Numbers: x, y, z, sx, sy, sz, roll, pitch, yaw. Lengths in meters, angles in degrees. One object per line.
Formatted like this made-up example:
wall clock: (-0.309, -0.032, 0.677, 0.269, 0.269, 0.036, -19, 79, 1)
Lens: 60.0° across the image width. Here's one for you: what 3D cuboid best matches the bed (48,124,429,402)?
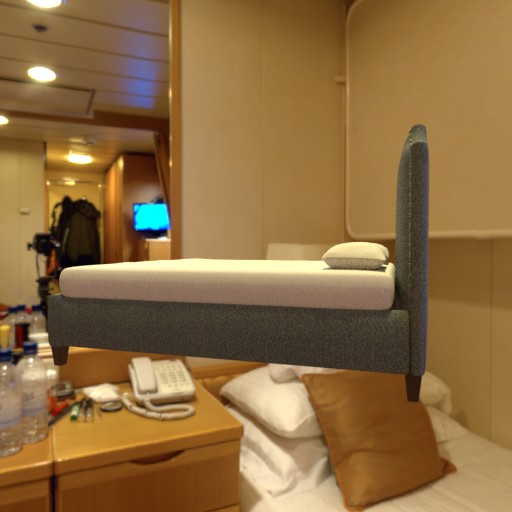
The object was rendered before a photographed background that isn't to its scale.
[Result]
bed: (0.000, 0.000, 3.359, 2.372, 1.443, 1.712, 0, 1, 18)
